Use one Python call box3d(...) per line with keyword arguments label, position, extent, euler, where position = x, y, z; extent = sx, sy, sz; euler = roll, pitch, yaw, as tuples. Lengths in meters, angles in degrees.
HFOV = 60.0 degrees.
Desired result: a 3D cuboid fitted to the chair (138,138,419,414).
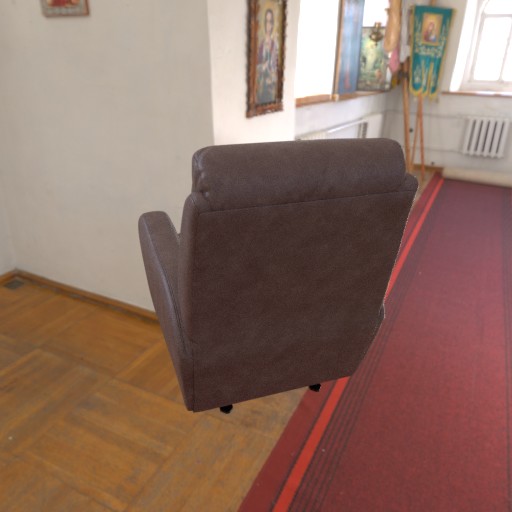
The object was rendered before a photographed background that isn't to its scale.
box3d(label="chair", position=(0.000, 0.000, 1.809), extent=(0.865, 1.067, 1.067), euler=(-8, 26, -17))
